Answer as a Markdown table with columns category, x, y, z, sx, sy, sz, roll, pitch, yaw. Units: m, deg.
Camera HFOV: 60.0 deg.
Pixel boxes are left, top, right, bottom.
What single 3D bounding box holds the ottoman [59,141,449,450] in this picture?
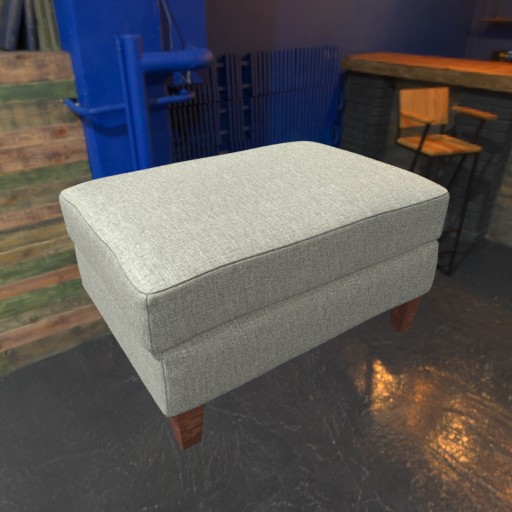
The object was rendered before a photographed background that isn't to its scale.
| category | x | y | z | sx | sy | sz | roll | pitch | yaw |
| --- | --- | --- | --- | --- | --- | --- | --- | --- | --- |
| ottoman | 0.000 | 0.000 | 1.249 | 0.873 | 0.494 | 0.639 | -18 | 34 | -29 |
